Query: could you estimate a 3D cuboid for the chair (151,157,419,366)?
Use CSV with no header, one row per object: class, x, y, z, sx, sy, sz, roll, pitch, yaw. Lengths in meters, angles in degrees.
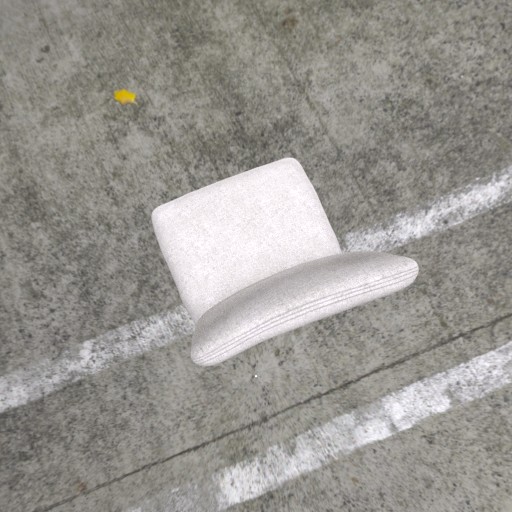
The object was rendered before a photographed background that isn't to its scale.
chair,0.000,0.000,1.333,0.522,0.974,0.563,-22,76,-6
